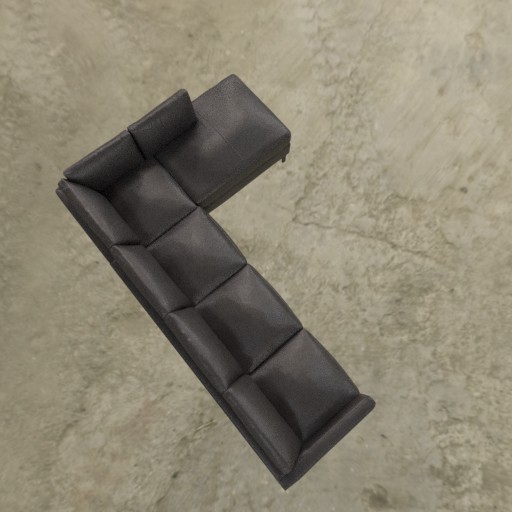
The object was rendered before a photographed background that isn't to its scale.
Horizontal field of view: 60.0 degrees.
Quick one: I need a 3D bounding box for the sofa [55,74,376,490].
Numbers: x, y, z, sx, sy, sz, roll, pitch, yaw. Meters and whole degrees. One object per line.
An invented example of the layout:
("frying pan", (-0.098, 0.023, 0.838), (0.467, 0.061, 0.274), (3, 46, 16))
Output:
("sofa", (0.000, 0.000, 3.742), (1.938, 0.877, 2.984), (-39, 78, -10))
